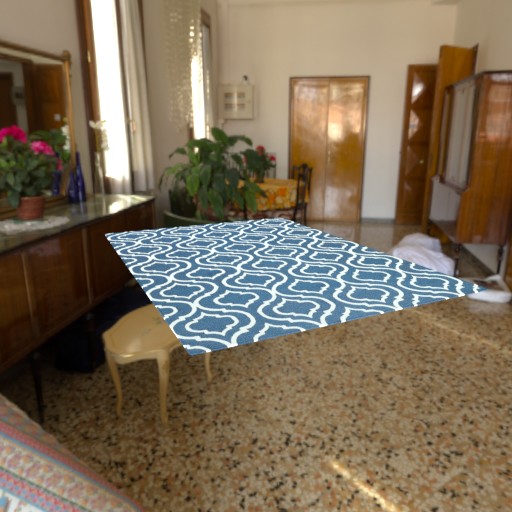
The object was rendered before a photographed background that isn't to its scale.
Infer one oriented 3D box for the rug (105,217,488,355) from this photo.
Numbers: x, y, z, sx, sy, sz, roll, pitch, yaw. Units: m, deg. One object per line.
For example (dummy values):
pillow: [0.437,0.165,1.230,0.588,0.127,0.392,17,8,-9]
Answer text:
rug: [0.000,0.000,4.416,2.438,0.010,3.353,-7,17,-25]
